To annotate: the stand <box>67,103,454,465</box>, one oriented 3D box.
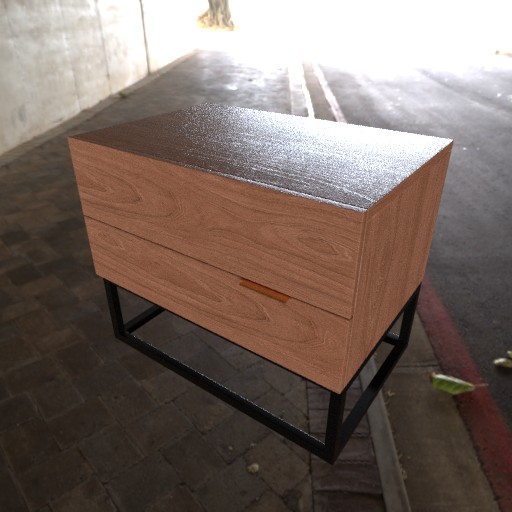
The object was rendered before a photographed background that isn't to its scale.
[{"bbox_3d":[0.000,0.000,0.948,0.600,0.500,0.420,20,35,30],"label":"stand"}]
